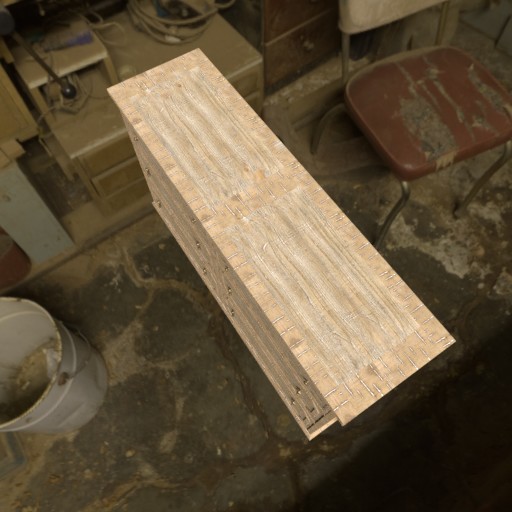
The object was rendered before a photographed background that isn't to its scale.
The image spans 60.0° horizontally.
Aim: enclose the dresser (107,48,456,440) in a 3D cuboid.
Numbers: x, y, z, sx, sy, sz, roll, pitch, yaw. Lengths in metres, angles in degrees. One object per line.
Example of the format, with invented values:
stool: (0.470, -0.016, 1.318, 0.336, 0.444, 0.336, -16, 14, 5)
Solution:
dresser: (0.000, 0.000, 2.117, 0.457, 1.016, 1.626, -31, 68, -14)
